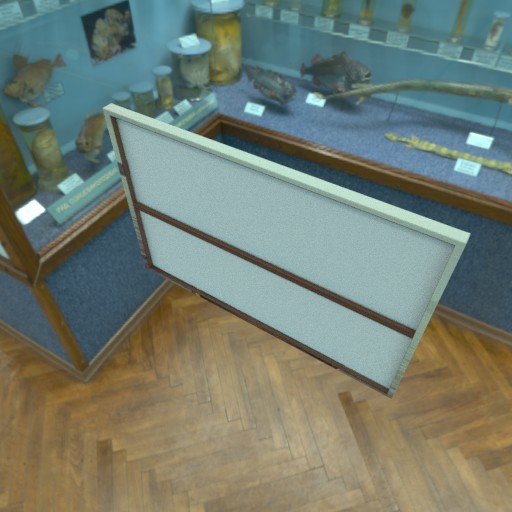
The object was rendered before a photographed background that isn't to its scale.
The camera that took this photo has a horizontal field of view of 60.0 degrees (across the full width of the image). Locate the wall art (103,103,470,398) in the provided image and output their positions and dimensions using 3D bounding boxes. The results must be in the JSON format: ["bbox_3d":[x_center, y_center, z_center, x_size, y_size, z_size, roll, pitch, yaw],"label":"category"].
[{"bbox_3d":[0.000,0.000,1.498,1.149,0.765,0.040,25,51,22],"label":"wall art"}]
